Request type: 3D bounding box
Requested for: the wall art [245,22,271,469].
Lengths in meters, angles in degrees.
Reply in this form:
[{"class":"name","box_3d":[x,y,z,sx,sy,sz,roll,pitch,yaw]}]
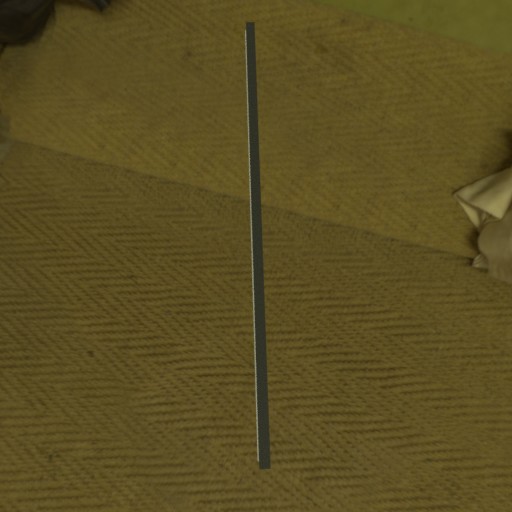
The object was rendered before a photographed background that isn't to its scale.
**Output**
[{"class":"wall art","box_3d":[0.000,0.000,1.520,0.028,0.805,1.190,-2,75,0]}]
